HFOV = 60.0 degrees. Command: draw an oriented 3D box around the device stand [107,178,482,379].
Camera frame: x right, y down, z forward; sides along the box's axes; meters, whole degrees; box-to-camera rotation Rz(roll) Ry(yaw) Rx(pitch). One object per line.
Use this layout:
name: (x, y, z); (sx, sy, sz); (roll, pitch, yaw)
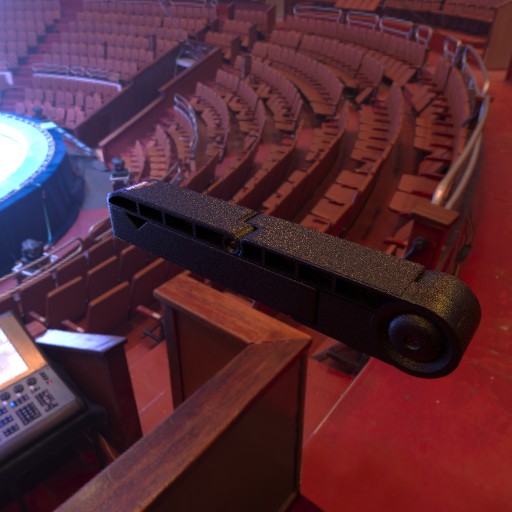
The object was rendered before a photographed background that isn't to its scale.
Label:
device stand: (0.000, 0.000, 0.193); (0.179, 0.030, 0.026); (21, 37, 32)
